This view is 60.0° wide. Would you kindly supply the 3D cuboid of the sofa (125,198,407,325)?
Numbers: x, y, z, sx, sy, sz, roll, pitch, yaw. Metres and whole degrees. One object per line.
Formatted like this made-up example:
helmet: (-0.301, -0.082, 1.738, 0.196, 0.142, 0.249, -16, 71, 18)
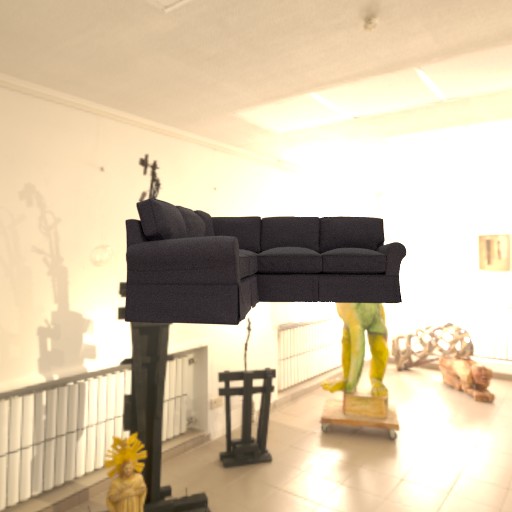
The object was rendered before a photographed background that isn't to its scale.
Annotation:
sofa: (0.000, 0.000, 5.253, 2.874, 1.169, 3.773, 0, 0, 37)
